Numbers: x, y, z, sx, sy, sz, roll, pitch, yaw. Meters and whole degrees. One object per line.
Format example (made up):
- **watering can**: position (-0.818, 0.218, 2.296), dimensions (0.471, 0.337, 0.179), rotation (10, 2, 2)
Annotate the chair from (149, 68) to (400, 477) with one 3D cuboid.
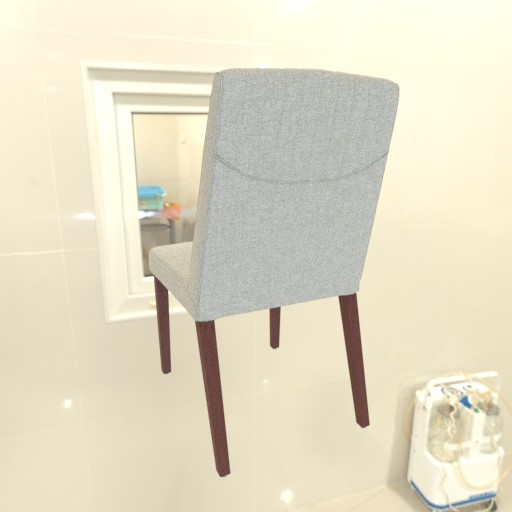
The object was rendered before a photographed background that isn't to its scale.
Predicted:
- **chair**: position (0.000, 0.000, 1.233), dimensions (0.480, 0.900, 0.594), rotation (-7, 17, -25)
